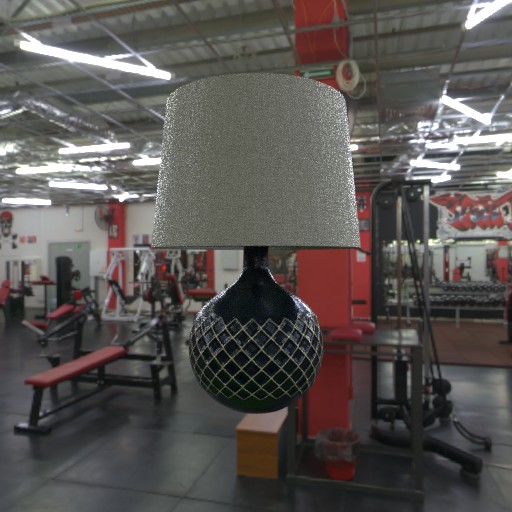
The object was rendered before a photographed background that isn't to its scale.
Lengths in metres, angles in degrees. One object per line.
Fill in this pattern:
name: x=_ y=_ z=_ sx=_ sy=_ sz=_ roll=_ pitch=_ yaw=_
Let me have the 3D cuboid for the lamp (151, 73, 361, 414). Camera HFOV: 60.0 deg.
lamp: x=0.000 y=0.000 z=0.816 sx=0.376 sy=0.540 sz=0.376 roll=0 pitch=0 yaw=0
